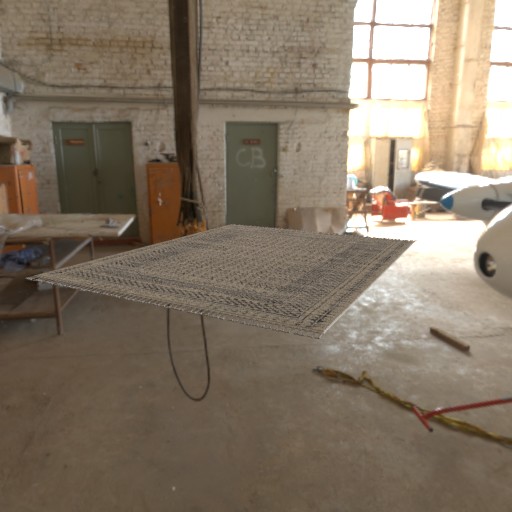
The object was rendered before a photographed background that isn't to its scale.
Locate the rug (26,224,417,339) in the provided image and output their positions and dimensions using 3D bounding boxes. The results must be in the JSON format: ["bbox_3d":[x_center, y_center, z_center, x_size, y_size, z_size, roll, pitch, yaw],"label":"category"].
[{"bbox_3d":[0.000,0.000,3.980,2.312,0.013,2.940,7,15,28],"label":"rug"}]
